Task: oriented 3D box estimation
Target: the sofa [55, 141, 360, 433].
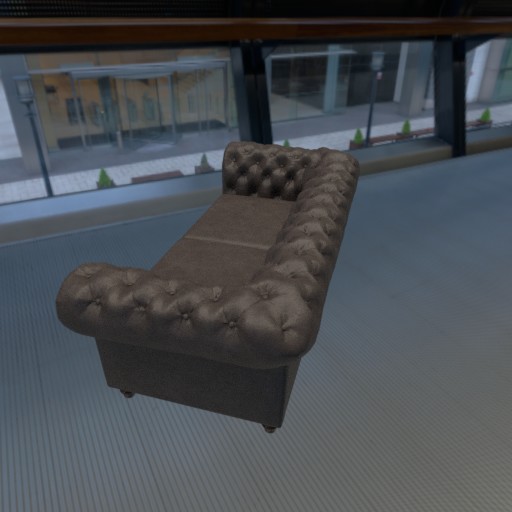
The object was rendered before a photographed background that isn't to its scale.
[{"bbox_3d":[0.000,0.000,2.466,0.944,0.779,2.048,8,31,14],"label":"sofa"}]
